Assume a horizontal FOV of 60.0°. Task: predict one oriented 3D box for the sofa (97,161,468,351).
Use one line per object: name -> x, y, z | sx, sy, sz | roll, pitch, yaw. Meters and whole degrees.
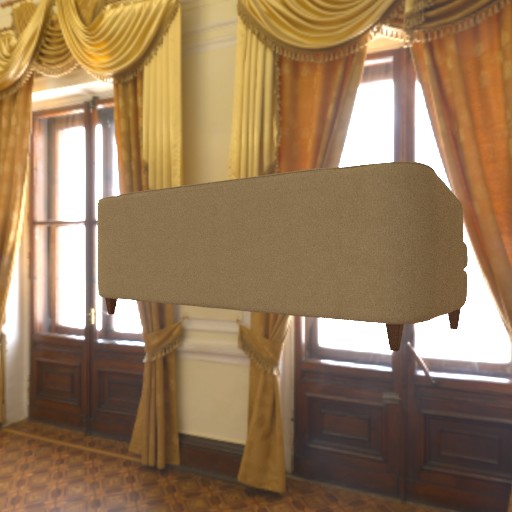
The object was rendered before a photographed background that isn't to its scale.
sofa -> 0.000, 0.000, 2.702 | 2.235, 0.788, 0.913 | 0, 0, 36
